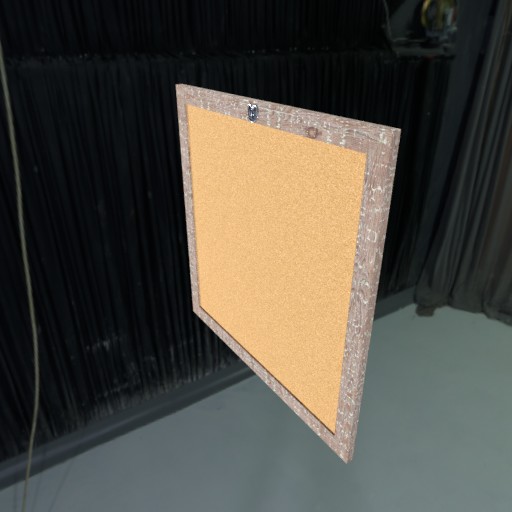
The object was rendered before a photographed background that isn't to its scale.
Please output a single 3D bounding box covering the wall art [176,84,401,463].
[{"bbox_3d":[0.000,0.000,0.575,0.012,0.384,0.384,-18,32,-31],"label":"wall art"}]
